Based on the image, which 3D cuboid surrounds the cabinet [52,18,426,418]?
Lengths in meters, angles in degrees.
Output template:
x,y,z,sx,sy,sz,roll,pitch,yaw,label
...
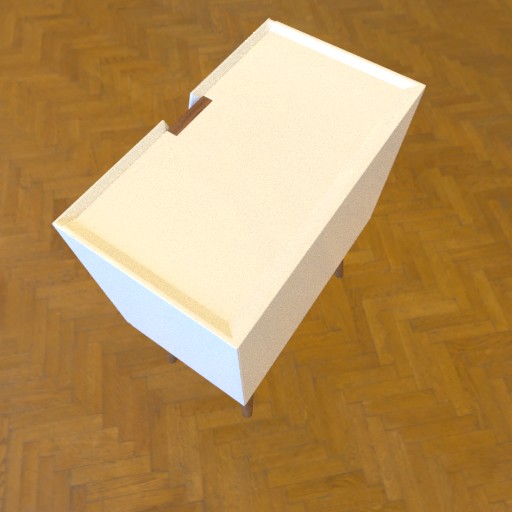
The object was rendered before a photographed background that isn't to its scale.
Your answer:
x,y,z,sx,sy,sz,roll,pitch,yaw,label
0.000,0.000,1.075,0.344,0.772,0.591,31,67,15,cabinet
